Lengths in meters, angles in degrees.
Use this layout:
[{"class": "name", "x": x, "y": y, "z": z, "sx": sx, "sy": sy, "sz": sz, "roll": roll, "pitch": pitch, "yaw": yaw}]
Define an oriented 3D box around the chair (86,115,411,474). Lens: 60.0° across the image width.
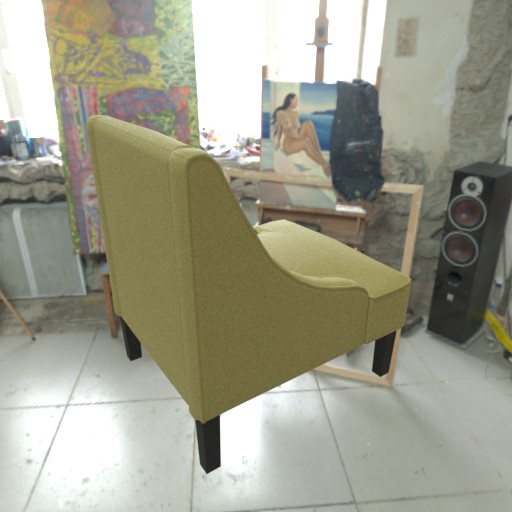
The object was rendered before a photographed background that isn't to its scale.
[{"class": "chair", "x": 0.000, "y": 0.000, "z": 1.485, "sx": 0.814, "sy": 0.896, "sz": 0.696, "roll": -16, "pitch": 30, "yaw": -31}]
